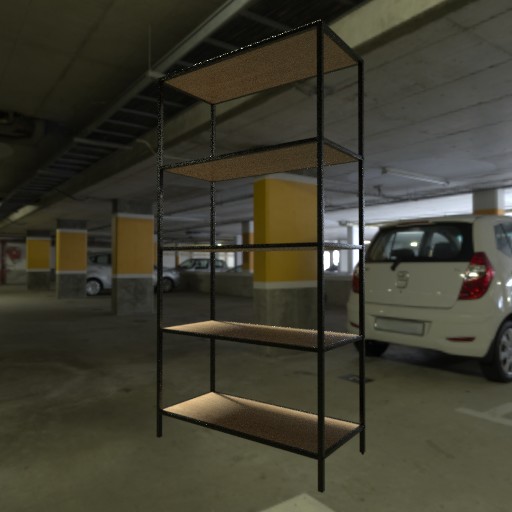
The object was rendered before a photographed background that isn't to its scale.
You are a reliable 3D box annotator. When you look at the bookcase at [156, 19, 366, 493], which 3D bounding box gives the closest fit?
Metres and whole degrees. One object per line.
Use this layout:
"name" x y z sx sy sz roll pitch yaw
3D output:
"bookcase" 0.000 0.000 1.770 0.770 1.500 0.350 -1 -1 36
